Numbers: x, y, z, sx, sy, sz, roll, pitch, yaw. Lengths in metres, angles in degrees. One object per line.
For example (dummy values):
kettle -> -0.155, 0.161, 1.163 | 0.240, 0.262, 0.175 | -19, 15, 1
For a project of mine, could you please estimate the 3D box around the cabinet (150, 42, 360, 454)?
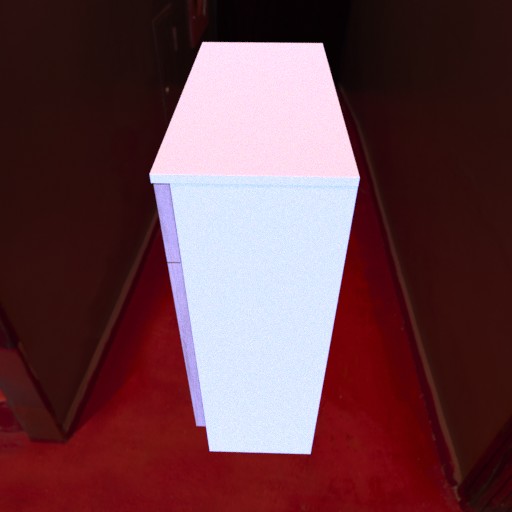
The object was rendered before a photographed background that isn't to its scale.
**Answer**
cabinet -> 0.000, 0.000, 1.091 | 0.296, 0.815, 0.600 | 1, 41, 1
